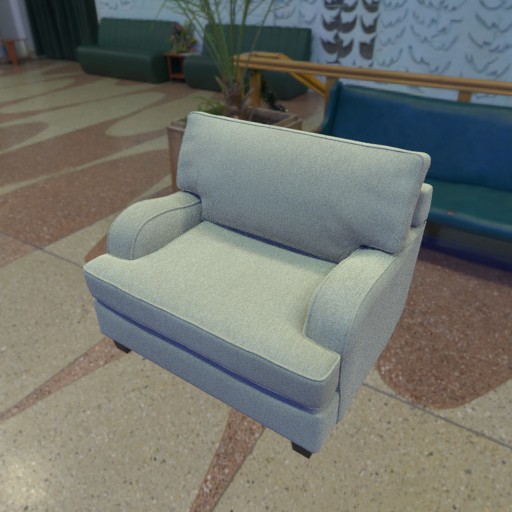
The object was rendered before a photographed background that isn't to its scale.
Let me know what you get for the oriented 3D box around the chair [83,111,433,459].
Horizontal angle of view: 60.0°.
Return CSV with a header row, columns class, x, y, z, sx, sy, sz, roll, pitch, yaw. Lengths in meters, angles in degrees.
class,x,y,z,sx,sy,sz,roll,pitch,yaw
chair,0.000,0.000,2.010,1.220,1.016,1.041,20,37,28
